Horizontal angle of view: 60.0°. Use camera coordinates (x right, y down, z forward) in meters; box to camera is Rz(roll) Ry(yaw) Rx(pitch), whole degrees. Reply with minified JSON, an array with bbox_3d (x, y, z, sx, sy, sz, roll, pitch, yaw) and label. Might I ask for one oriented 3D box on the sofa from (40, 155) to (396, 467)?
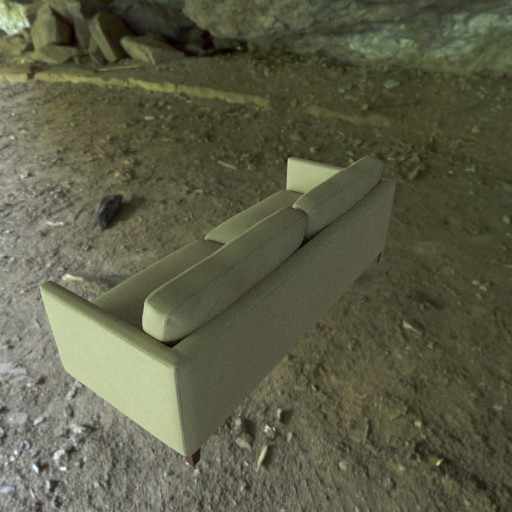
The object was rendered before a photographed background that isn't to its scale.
[{"bbox_3d":[0.000,0.000,2.899,0.988,0.912,2.404,21,37,30],"label":"sofa"}]
